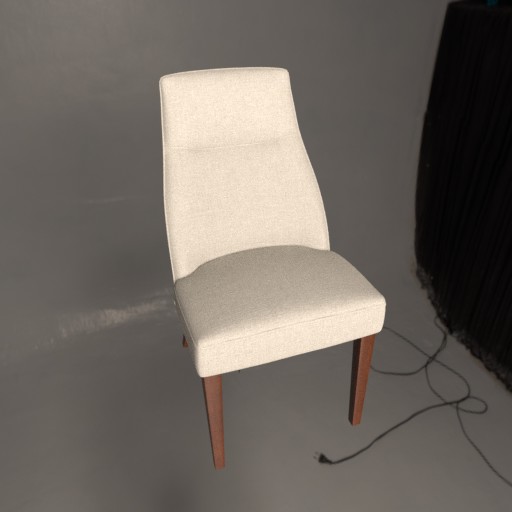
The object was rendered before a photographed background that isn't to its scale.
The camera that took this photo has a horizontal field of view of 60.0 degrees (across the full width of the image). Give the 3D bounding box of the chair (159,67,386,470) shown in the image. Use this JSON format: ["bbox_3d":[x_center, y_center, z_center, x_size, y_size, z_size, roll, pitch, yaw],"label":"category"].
[{"bbox_3d":[0.000,0.000,1.280,0.500,0.930,0.620,-11,34,-16],"label":"chair"}]
